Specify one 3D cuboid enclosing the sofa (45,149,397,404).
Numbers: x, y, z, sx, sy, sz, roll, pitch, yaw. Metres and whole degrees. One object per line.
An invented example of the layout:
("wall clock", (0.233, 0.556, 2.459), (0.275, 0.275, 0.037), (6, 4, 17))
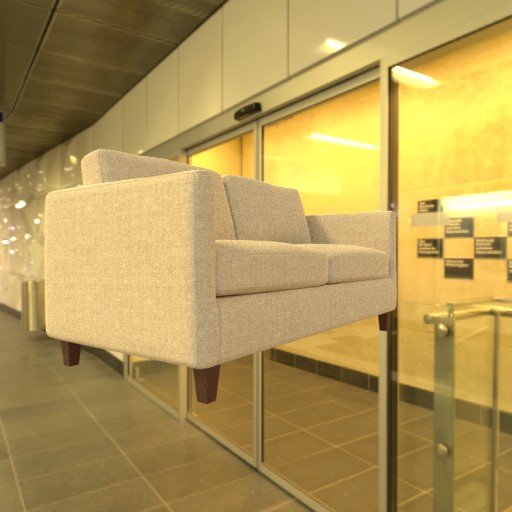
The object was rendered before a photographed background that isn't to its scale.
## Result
("sofa", (0.000, 0.000, 2.399), (0.950, 0.963, 1.884), (0, 1, 36))
